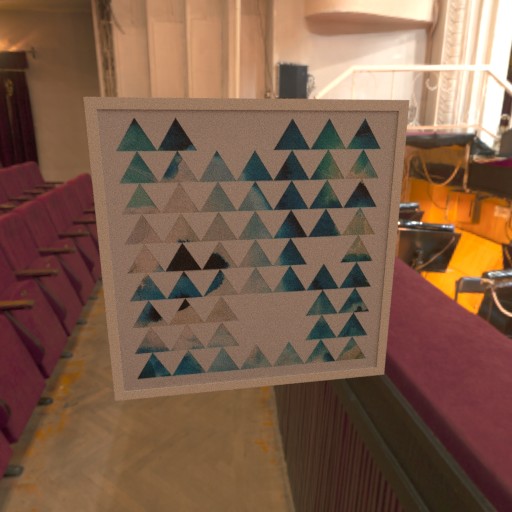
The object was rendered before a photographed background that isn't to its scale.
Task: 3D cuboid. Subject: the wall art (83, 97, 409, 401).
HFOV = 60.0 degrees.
[{"bbox_3d":[0.000,0.000,1.208,0.809,0.809,0.012,-3,17,-9],"label":"wall art"}]
